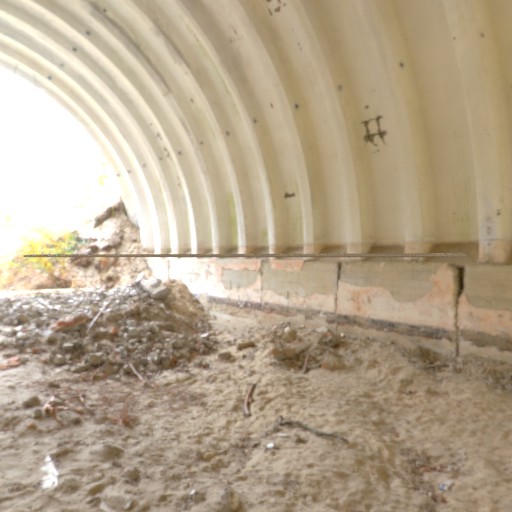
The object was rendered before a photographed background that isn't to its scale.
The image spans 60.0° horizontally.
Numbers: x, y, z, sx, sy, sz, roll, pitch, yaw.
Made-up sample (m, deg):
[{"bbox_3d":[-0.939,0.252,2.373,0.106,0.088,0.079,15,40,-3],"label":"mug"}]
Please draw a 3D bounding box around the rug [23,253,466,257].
[{"bbox_3d":[0.000,0.000,3.461,2.746,0.018,1.819,0,0,18],"label":"rug"}]
